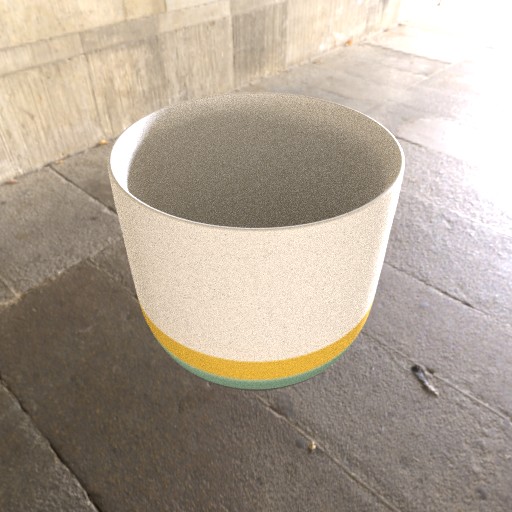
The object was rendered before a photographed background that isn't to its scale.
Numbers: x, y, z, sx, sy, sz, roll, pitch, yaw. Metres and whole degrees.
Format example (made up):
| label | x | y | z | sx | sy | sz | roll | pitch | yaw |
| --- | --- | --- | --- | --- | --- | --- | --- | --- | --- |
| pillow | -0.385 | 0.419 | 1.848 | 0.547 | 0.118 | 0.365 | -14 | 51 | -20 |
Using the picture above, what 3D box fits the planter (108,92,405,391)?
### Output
| label | x | y | z | sx | sy | sz | roll | pitch | yaw |
| --- | --- | --- | --- | --- | --- | --- | --- | --- | --- |
| planter | 0.000 | 0.000 | 0.495 | 0.268 | 0.270 | 0.268 | 0 | 40 | 0 |
